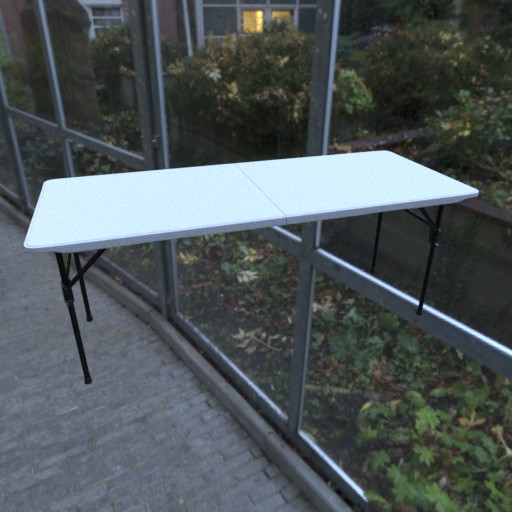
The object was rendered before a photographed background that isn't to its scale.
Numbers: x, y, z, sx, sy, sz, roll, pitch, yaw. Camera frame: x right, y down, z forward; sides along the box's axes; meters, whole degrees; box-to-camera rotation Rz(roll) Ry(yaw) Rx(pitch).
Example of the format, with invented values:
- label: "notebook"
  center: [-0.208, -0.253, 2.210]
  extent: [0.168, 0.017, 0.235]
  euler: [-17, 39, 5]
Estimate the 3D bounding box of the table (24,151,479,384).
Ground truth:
- label: "table"
  center: [0.000, 0.000, 2.159]
  extent: [1.829, 0.719, 0.761]
  euler: [-8, 29, -16]
